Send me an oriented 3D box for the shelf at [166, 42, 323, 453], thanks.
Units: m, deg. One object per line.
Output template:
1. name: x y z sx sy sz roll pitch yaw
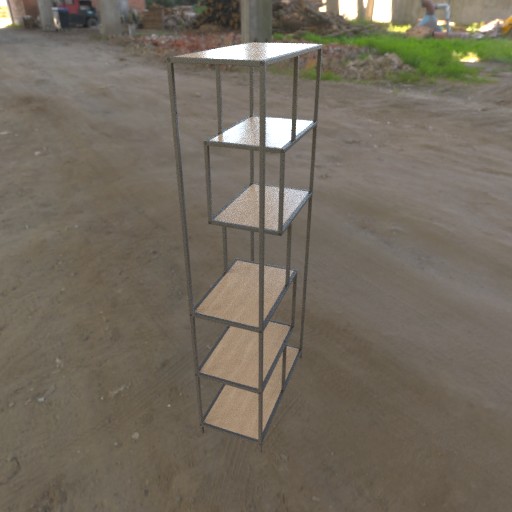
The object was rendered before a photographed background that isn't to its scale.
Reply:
1. shelf: 0.000 0.000 2.186 0.350 1.850 0.770 11 31 18
